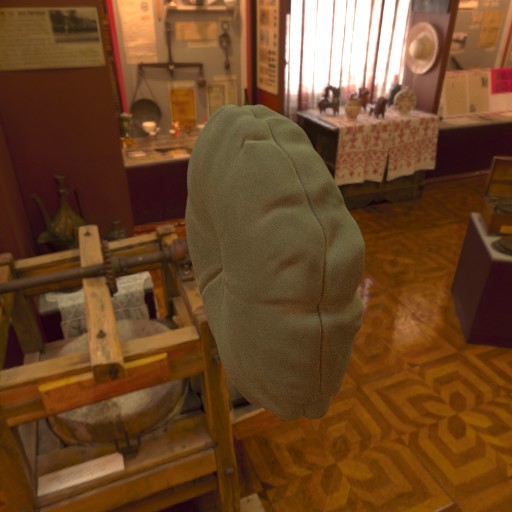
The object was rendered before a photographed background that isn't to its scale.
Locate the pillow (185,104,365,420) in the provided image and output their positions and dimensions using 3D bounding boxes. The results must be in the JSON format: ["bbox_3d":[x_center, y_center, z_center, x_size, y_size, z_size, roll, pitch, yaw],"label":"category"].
[{"bbox_3d":[0.000,0.000,0.625,0.148,0.407,0.428,-10,31,-17],"label":"pillow"}]
